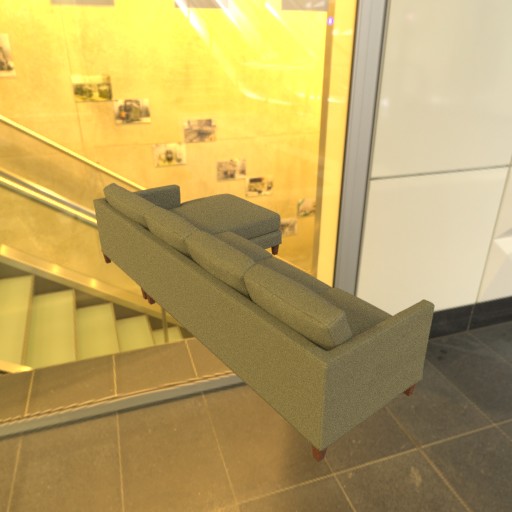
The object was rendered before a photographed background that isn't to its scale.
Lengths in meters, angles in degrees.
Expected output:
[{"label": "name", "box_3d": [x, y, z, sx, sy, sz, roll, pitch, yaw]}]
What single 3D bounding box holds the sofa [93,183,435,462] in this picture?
[{"label": "sofa", "box_3d": [0.000, 0.000, 3.774, 1.625, 0.861, 3.186, -18, 31, -34]}]
